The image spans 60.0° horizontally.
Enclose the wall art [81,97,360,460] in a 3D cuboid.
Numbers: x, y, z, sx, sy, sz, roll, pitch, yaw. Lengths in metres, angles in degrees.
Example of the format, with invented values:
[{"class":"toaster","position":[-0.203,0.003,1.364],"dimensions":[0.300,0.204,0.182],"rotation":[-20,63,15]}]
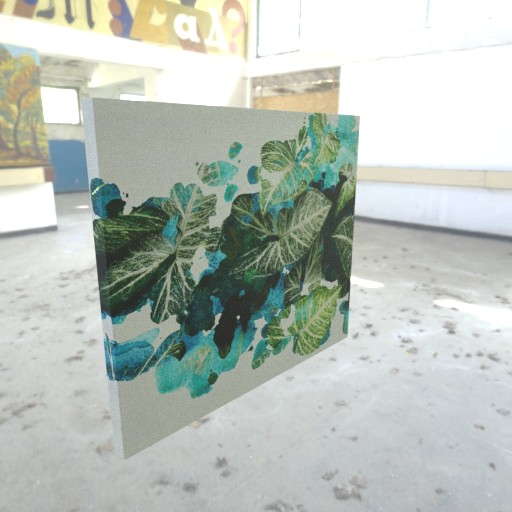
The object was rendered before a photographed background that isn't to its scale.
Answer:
[{"class":"wall art","position":[0.000,0.000,0.969],"dimensions":[0.043,0.610,0.711],"rotation":[14,20,43]}]
